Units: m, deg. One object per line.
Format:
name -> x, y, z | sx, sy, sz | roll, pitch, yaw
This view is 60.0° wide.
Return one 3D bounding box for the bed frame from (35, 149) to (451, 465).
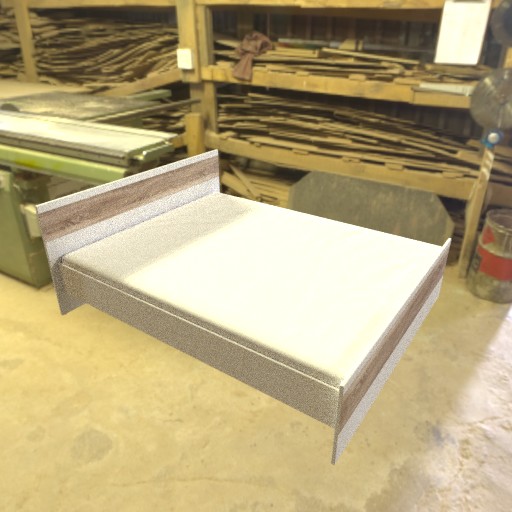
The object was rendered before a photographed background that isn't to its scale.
bed frame -> 0.000, 0.000, 2.963 | 2.060, 0.800, 1.720 | 18, 32, 31
